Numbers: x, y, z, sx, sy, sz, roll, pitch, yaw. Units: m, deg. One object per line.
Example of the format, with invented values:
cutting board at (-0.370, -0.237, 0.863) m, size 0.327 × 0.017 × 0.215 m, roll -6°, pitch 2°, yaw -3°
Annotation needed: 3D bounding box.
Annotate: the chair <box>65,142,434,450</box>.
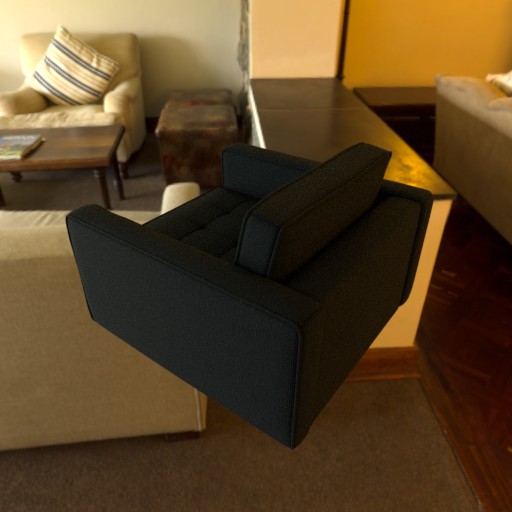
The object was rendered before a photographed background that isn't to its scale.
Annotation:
chair at (0.000, 0.000, 1.590) m, size 0.920 × 0.770 × 0.899 m, roll 22°, pitch 39°, yaw 30°
